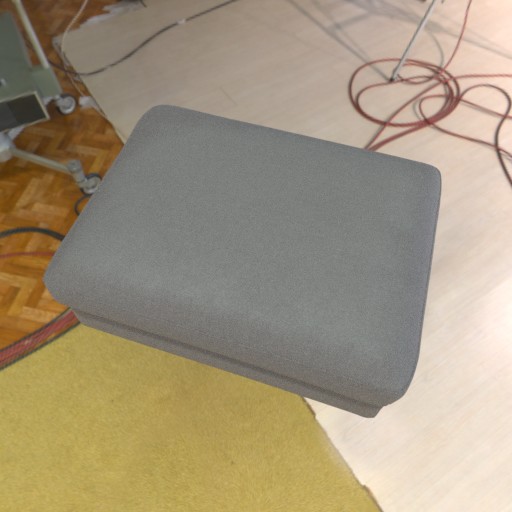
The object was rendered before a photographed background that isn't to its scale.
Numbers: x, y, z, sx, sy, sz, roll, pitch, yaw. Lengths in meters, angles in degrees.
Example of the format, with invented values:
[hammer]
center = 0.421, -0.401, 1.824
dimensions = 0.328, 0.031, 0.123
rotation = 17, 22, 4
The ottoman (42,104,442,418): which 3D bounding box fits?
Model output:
[ottoman]
center = 0.000, 0.000, 1.150
dimensions = 0.811, 0.449, 0.608
rotation = 16, 60, 9
